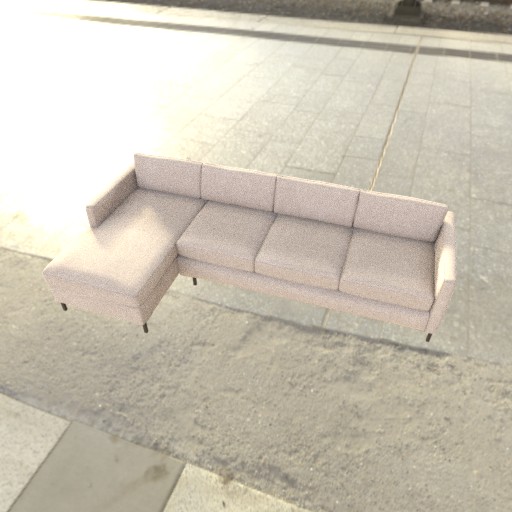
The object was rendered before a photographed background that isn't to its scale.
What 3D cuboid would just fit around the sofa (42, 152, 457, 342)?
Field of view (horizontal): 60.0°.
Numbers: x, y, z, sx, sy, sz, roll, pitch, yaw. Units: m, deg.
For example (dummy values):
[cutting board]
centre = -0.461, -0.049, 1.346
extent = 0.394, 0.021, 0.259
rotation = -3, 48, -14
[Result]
[sofa]
centre = 0.000, 0.000, 3.499
extent = 2.923, 0.816, 1.469
rotation = 12, 42, 14
